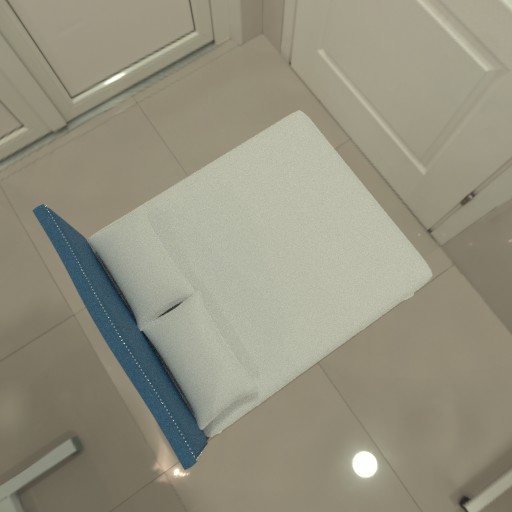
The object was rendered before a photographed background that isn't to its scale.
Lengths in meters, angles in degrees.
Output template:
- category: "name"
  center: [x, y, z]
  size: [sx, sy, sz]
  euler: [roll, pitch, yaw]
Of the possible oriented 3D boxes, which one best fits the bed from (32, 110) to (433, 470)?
- category: "bed"
  center: [0.000, 0.000, 2.864]
  size: [1.872, 1.169, 1.610]
  euler: [-33, 77, -9]
